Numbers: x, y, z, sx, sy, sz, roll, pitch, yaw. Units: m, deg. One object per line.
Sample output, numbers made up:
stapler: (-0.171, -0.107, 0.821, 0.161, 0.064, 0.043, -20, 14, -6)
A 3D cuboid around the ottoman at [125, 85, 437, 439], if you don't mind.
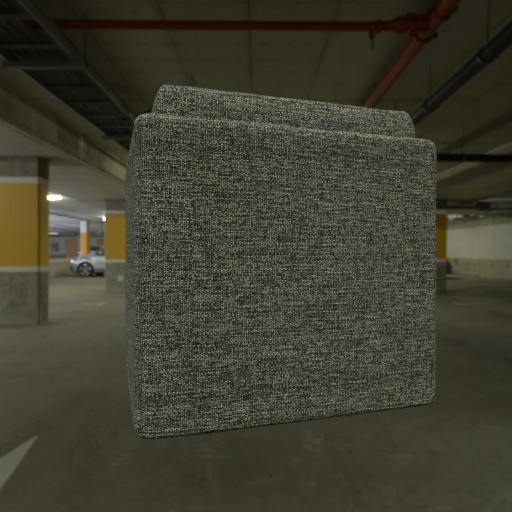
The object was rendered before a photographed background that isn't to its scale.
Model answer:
ottoman: (0.000, 0.000, 0.807, 0.450, 0.463, 0.450, 0, 1, -18)
